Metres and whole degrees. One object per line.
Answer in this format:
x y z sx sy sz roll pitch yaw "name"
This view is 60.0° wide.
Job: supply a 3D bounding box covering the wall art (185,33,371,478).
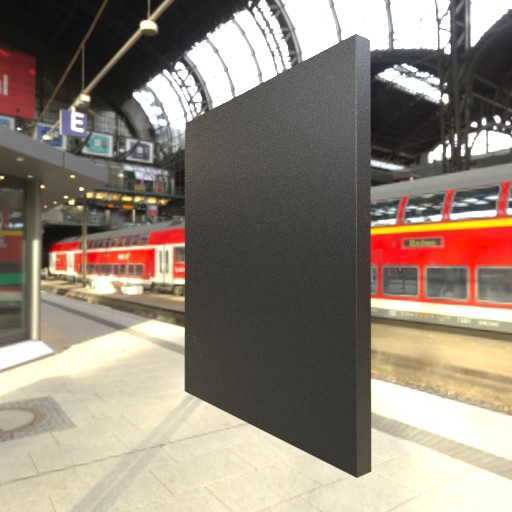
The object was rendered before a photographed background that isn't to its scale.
0.000 0.000 0.746 0.028 0.557 0.457 0 -1 -37 "wall art"
